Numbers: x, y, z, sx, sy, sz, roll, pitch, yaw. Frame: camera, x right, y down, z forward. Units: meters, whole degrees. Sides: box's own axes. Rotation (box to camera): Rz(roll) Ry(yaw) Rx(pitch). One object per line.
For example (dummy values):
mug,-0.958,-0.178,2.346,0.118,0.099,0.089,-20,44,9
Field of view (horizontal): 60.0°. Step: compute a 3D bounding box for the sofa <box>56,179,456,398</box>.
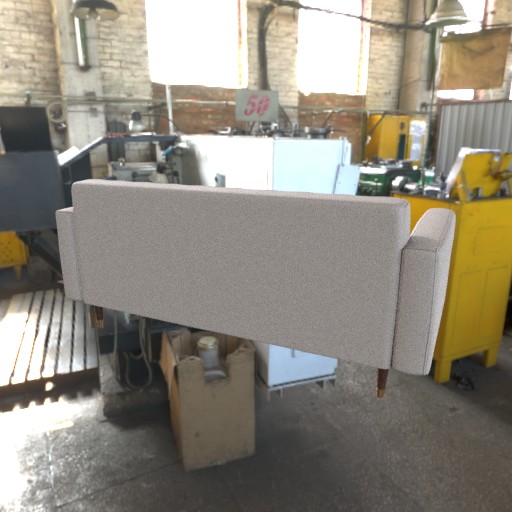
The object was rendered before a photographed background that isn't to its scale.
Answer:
sofa,0.000,0.000,2.374,1.895,0.814,0.969,8,17,25
